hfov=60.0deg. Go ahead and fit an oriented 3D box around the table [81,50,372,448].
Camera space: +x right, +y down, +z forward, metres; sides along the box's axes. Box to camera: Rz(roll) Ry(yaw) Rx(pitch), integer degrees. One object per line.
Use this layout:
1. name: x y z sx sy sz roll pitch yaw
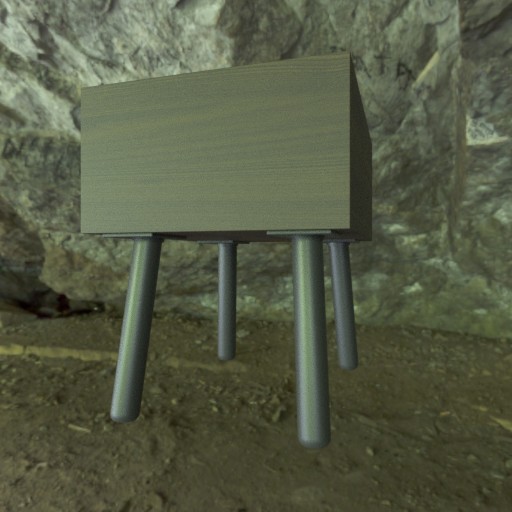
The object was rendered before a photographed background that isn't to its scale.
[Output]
1. table: 0.000 0.000 0.777 0.370 0.470 0.450 0 0 18
